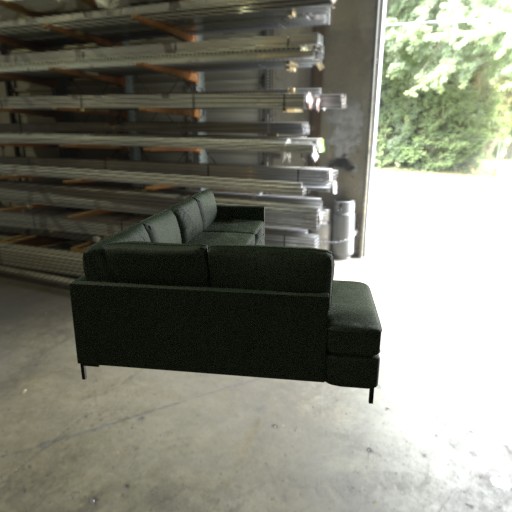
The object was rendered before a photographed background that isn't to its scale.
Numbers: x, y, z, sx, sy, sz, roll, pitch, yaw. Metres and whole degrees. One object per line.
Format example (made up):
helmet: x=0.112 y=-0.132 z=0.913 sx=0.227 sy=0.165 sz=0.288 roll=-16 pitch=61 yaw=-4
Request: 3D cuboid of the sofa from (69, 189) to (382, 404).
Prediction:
sofa: x=0.000 y=0.000 z=4.438 sx=2.048 sy=0.996 sz=3.384 roll=2 pitch=16 yaw=8
